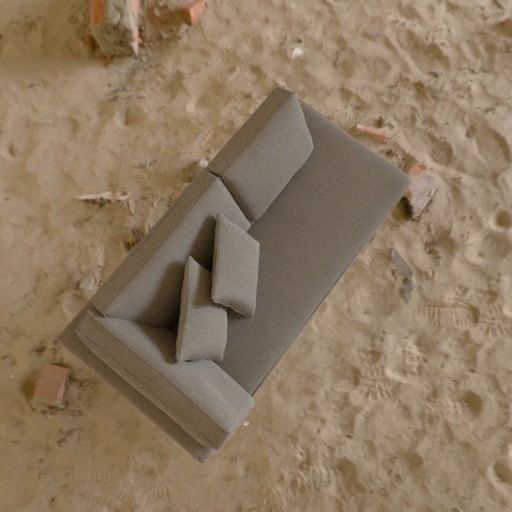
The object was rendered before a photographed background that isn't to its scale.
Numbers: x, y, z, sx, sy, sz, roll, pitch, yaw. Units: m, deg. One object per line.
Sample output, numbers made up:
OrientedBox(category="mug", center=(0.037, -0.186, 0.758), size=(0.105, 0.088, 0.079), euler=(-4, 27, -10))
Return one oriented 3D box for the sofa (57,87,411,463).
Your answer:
OrientedBox(category="sofa", center=(0.000, 0.000, 2.882), size=(1.110, 1.019, 2.238), euler=(37, 78, 9))
